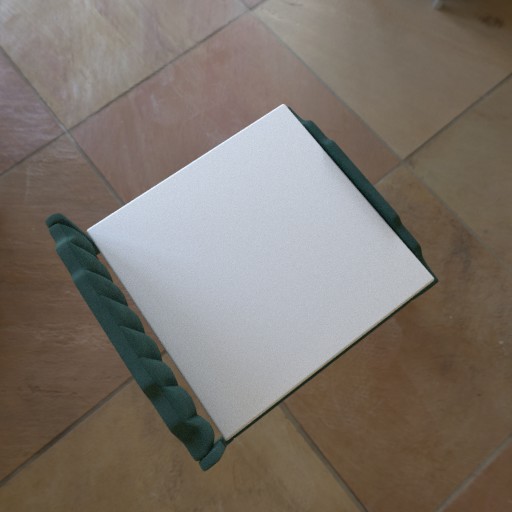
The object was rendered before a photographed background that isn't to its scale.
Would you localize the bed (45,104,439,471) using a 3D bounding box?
[{"bbox_3d":[0.000,0.000,3.564,2.340,1.245,2.074,-35,77,-9],"label":"bed"}]
